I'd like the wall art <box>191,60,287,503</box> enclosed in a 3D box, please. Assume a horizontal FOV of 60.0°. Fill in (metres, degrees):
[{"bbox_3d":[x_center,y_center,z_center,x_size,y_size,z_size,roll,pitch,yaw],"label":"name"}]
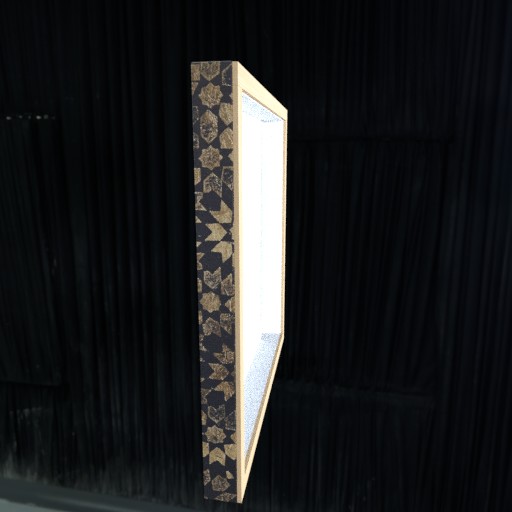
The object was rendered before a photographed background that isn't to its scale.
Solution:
[{"bbox_3d":[0.000,0.000,0.587,0.038,0.405,0.405,2,13,9],"label":"wall art"}]
